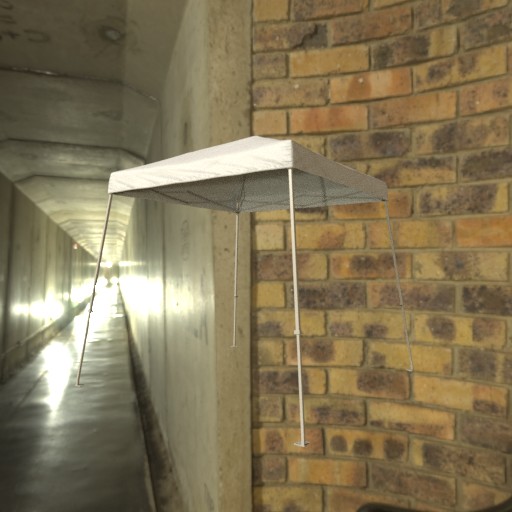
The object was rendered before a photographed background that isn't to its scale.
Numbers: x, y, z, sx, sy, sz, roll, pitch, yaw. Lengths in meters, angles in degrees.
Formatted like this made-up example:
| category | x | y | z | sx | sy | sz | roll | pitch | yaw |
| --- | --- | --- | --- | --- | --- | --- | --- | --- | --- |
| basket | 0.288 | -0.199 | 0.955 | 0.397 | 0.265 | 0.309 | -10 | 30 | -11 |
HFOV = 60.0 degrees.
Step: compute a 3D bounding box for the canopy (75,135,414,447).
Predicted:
| category | x | y | z | sx | sy | sz | roll | pitch | yaw |
| --- | --- | --- | --- | --- | --- | --- | --- | --- | --- |
| canopy | 0.000 | 0.000 | 6.609 | 3.599 | 3.600 | 3.600 | -1 | -1 | 35 |
